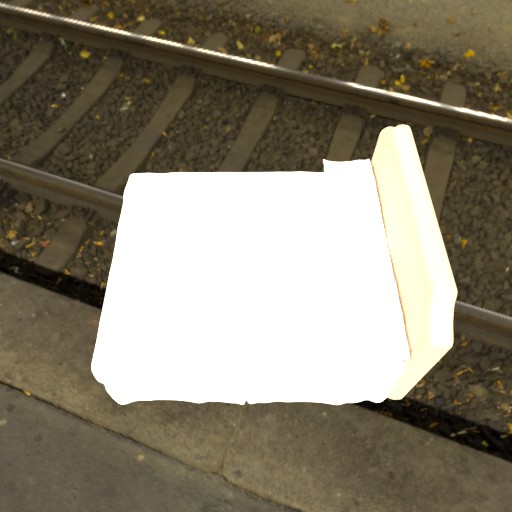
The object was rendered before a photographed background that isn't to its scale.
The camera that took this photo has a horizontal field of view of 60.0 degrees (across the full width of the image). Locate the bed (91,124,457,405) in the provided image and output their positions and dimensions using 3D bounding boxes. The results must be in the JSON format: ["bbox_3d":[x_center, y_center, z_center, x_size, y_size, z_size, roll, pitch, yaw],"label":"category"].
[{"bbox_3d":[0.000,0.000,3.810,2.548,1.524,2.134,0,57,0],"label":"bed"}]
